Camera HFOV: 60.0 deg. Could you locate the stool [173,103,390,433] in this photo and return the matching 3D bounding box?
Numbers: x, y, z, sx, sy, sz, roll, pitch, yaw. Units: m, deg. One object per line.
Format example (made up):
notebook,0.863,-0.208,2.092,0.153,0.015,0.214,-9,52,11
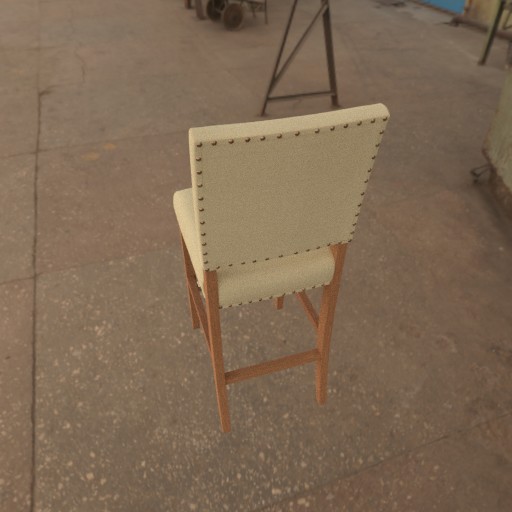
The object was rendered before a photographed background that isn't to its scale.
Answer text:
stool,0.000,0.000,1.477,0.445,1.168,0.584,-12,42,-13
